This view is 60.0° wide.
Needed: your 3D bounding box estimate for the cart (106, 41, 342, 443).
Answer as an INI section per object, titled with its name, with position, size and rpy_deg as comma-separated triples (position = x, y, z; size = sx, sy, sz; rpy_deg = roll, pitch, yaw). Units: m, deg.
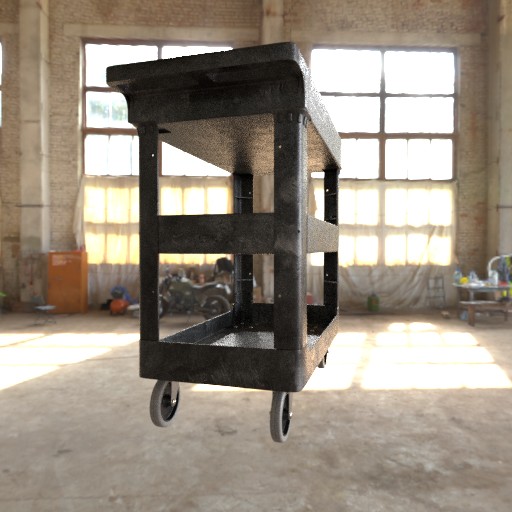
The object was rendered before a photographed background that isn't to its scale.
[cart]
position = 0.000, 0.000, 1.308
size = 0.420, 0.824, 0.877
rpy_deg = 0, 1, 17
